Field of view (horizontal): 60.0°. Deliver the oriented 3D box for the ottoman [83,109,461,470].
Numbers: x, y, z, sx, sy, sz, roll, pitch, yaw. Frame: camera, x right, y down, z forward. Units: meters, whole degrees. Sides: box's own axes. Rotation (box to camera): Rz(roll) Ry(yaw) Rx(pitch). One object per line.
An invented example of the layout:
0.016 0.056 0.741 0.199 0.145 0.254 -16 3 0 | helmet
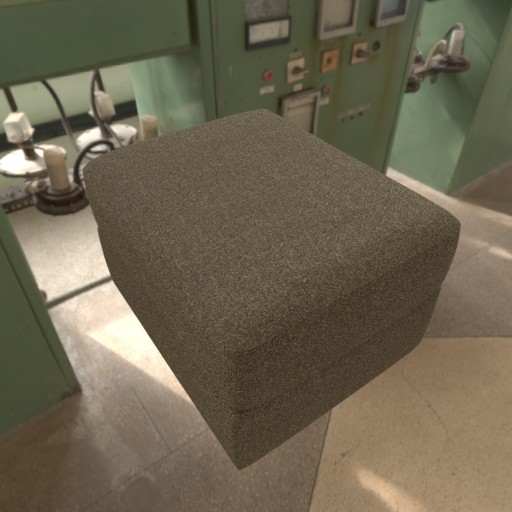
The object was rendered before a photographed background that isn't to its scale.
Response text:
0.000 0.000 1.130 0.598 0.476 0.742 -25 47 -26 | ottoman
